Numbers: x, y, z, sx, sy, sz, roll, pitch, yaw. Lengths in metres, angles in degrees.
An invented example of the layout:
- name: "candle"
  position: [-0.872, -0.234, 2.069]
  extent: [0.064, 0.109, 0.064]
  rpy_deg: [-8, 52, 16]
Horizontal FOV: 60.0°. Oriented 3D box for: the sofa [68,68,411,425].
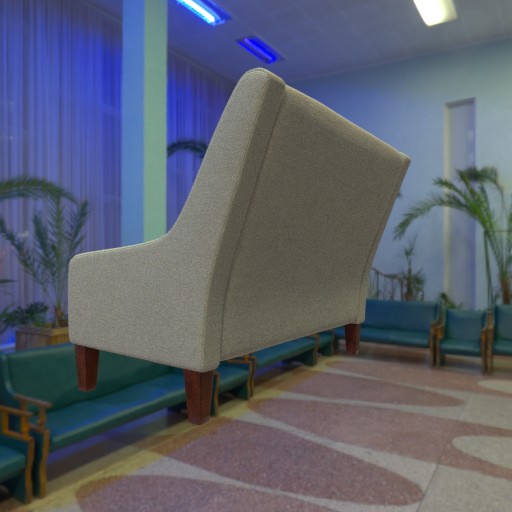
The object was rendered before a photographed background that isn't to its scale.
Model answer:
- name: "sofa"
  position: [0.000, 0.000, 1.866]
  extent: [0.946, 0.976, 1.212]
  rpy_deg: [0, 0, 35]
